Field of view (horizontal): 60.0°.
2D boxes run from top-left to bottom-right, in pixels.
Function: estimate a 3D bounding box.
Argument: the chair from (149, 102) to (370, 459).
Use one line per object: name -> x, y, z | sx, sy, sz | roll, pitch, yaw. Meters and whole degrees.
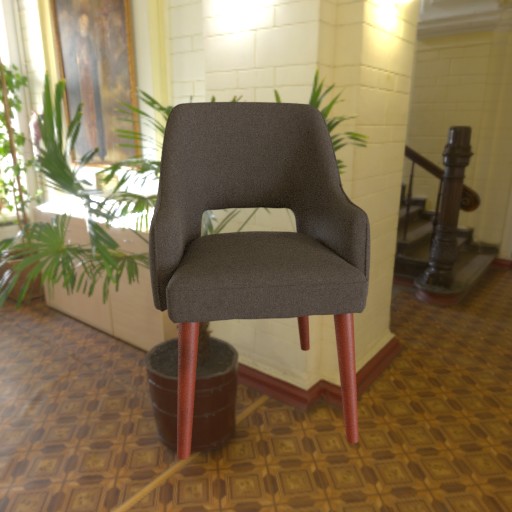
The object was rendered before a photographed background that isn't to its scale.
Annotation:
chair -> 0.000, 0.000, 1.236 | 0.559, 0.838, 0.560 | -2, 16, -7
